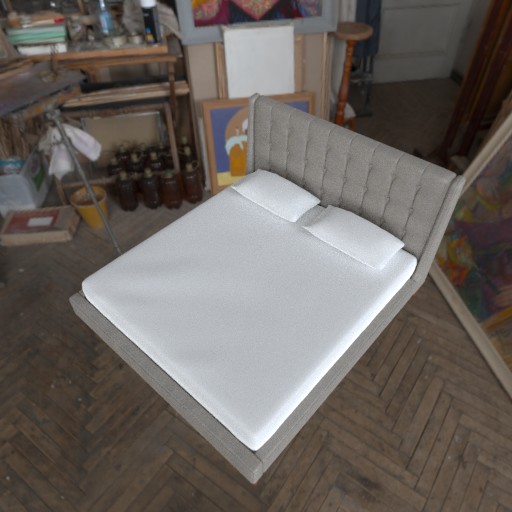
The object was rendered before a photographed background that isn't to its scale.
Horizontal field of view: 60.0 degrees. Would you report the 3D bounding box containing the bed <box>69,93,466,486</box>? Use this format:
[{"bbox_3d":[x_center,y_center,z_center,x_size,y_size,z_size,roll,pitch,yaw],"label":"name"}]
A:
[{"bbox_3d":[0.000,0.000,3.552,2.062,1.289,2.342,32,54,28],"label":"bed"}]
